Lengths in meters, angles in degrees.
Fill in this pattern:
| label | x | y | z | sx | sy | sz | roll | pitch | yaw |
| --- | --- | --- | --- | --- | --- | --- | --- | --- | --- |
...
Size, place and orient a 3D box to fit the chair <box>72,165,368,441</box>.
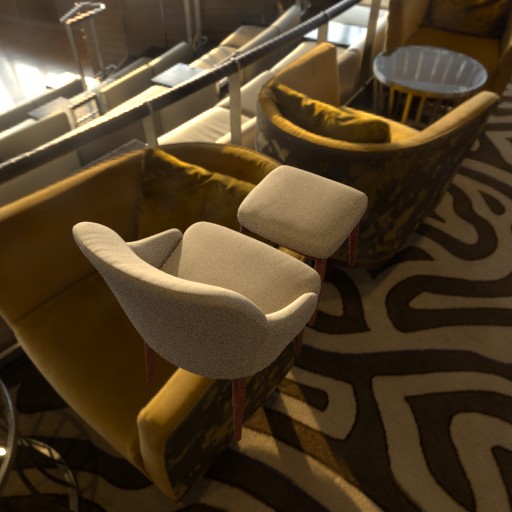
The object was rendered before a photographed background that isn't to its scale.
| label | x | y | z | sx | sy | sz | roll | pitch | yaw |
| --- | --- | --- | --- | --- | --- | --- | --- | --- | --- |
| chair | 0.000 | 0.000 | 1.580 | 0.584 | 0.866 | 1.114 | 25 | 50 | 22 |
